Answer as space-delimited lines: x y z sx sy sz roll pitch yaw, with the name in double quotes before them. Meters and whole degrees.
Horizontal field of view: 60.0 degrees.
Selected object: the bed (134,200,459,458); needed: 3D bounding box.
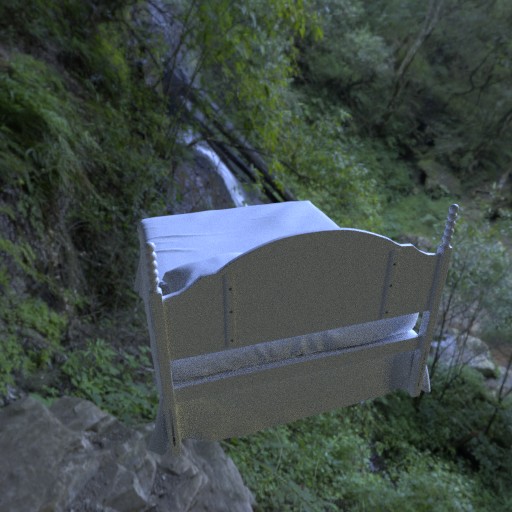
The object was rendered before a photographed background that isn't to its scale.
"bed" 0.000 0.000 3.295 1.873 1.356 2.040 -8 29 -15
